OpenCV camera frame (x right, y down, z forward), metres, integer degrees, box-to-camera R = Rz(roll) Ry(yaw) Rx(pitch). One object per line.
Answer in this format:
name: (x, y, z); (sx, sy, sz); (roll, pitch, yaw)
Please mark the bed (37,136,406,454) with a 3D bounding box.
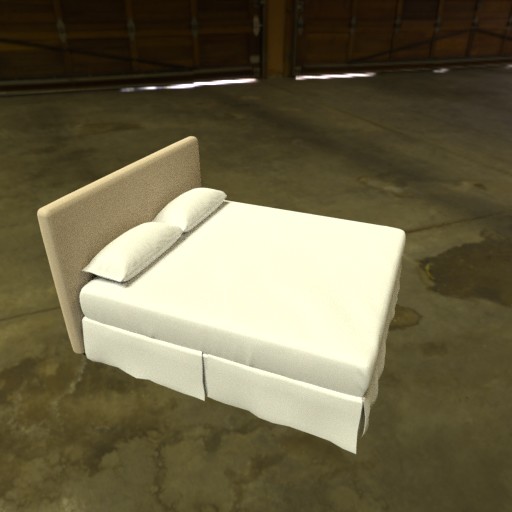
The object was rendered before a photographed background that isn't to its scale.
bed: (0.000, 0.000, 3.675); (2.319, 1.317, 2.119); (11, 32, 19)
